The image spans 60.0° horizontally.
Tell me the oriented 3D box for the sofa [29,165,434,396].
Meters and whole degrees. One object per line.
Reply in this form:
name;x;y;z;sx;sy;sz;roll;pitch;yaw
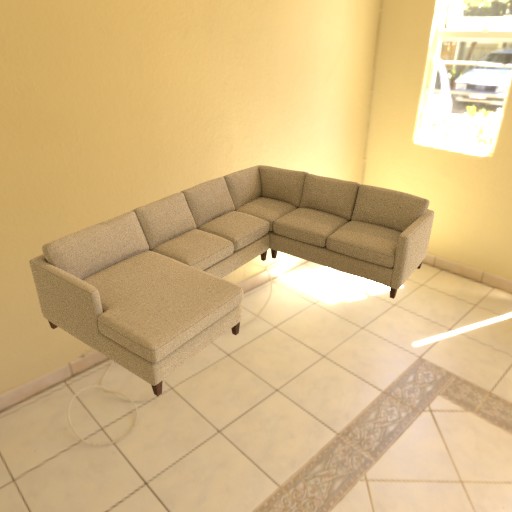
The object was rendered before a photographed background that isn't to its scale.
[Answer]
sofa;0.000;0.000;4.615;2.593;0.959;3.460;19;33;32
